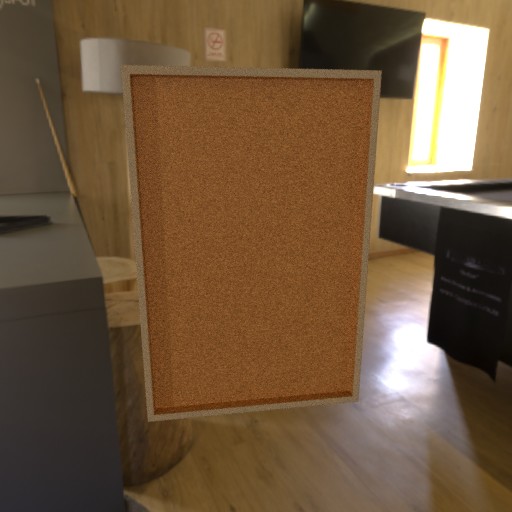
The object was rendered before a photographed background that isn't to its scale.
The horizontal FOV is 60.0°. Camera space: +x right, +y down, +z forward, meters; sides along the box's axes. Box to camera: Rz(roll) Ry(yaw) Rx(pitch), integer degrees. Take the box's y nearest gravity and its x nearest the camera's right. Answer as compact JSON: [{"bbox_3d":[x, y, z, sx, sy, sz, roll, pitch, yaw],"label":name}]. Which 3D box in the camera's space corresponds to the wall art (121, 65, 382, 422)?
[{"bbox_3d":[0.000,0.000,1.167,0.610,0.914,0.038,-2,16,-9],"label":"wall art"}]
